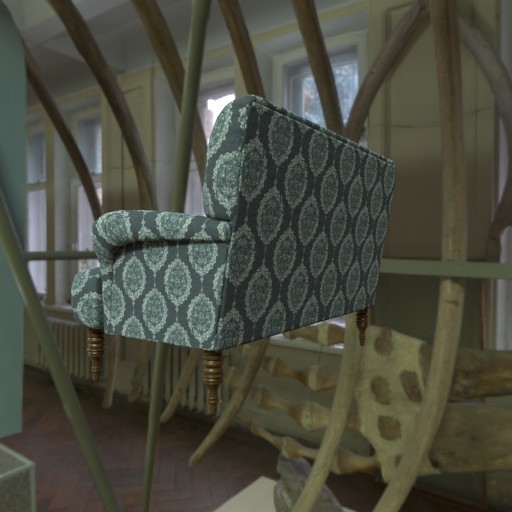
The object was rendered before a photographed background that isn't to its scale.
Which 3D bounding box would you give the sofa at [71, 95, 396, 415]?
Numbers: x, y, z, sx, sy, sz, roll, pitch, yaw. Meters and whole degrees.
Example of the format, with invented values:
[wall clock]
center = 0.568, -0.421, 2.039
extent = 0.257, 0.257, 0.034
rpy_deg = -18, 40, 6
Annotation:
[sofa]
center = 0.000, 0.000, 1.809
extent = 0.779, 0.867, 1.297
rpy_deg = 1, 1, 36
